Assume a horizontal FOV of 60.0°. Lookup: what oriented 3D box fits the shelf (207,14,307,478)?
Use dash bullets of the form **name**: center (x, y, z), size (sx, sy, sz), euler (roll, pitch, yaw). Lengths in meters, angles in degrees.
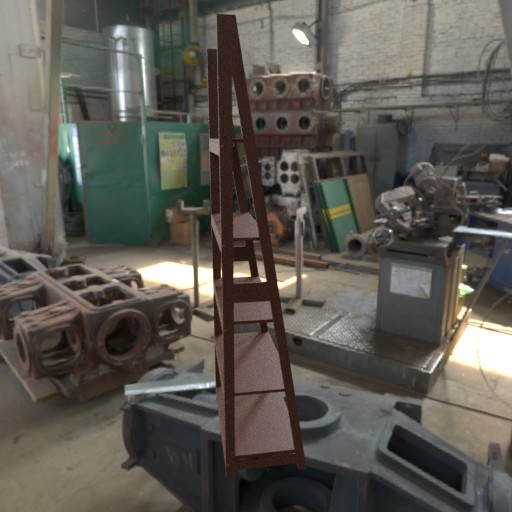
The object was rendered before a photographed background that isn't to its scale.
- **shelf**: center (0.000, 0.000, 1.953), size (0.350, 1.770, 0.600), euler (-2, 15, -9)
